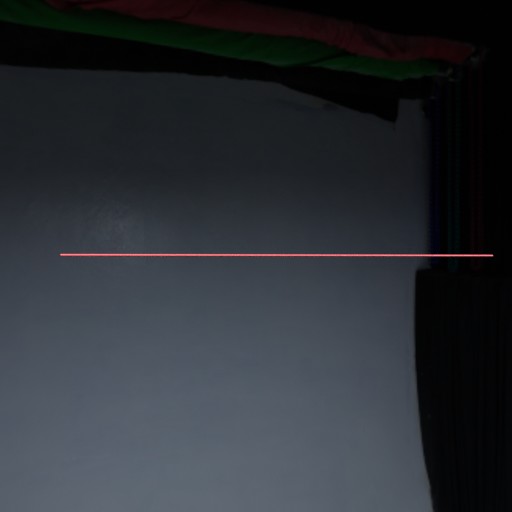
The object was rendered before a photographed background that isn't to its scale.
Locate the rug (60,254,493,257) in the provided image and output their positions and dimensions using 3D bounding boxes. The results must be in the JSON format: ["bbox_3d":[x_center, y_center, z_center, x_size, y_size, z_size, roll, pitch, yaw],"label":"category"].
[{"bbox_3d":[0.000,0.000,4.071,3.053,0.013,2.387,0,0,-17],"label":"rug"}]
